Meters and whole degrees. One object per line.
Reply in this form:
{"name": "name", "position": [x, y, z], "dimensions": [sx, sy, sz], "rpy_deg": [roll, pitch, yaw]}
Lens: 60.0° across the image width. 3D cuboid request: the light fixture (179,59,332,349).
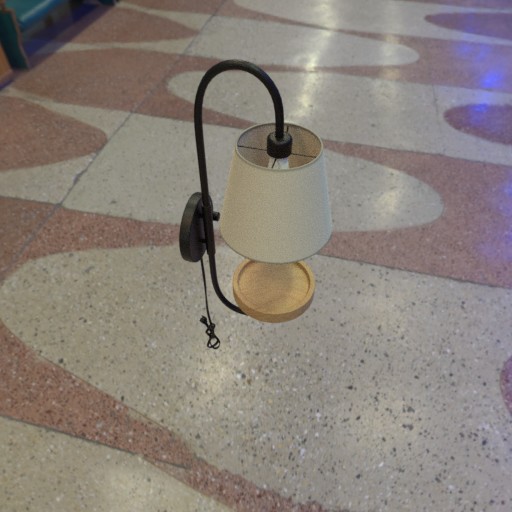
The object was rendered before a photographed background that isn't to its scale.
{"name": "light fixture", "position": [0.000, 0.000, 0.946], "dimensions": [0.299, 0.821, 0.220], "rpy_deg": [11, 47, 10]}
